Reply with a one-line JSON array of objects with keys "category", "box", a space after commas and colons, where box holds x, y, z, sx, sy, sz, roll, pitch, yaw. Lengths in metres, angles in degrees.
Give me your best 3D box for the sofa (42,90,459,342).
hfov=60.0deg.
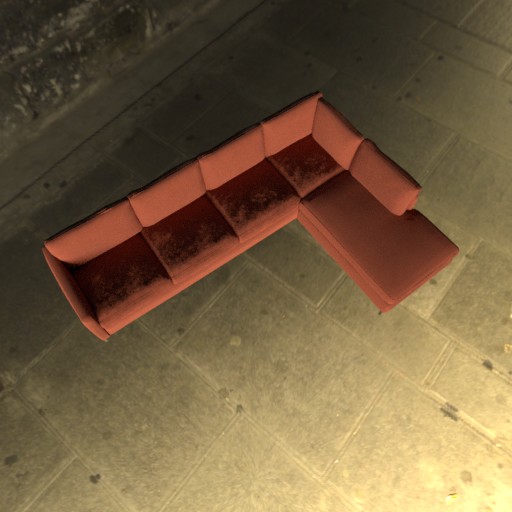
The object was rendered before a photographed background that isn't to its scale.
[{"category": "sofa", "box": [0.000, 0.000, 3.532, 2.736, 0.757, 1.879, -33, 68, -15]}]
